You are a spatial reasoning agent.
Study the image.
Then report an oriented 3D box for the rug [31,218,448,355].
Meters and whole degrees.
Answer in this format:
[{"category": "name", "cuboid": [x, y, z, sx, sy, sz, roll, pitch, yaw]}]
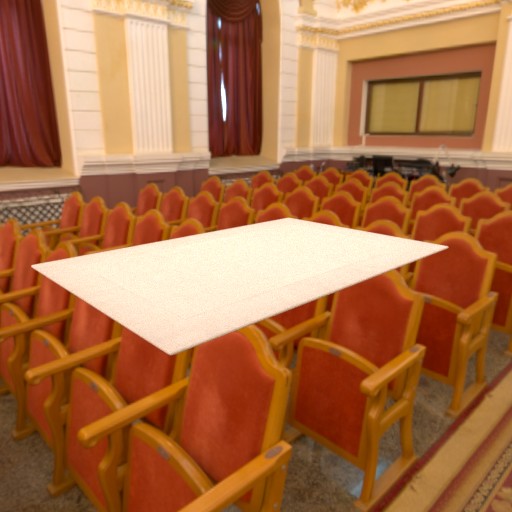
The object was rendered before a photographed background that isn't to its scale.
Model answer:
[{"category": "rug", "cuboid": [0.000, 0.000, 2.308, 1.829, 0.013, 1.219, -14, 21, -41]}]
